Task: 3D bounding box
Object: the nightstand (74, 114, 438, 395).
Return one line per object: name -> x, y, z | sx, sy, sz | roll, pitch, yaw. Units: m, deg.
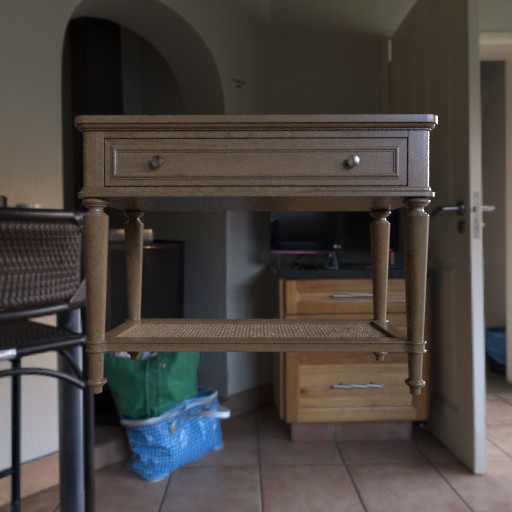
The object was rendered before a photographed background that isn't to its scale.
nightstand -> 0.000, 0.000, 1.309 | 0.914, 0.700, 0.432 | 0, 1, 1
